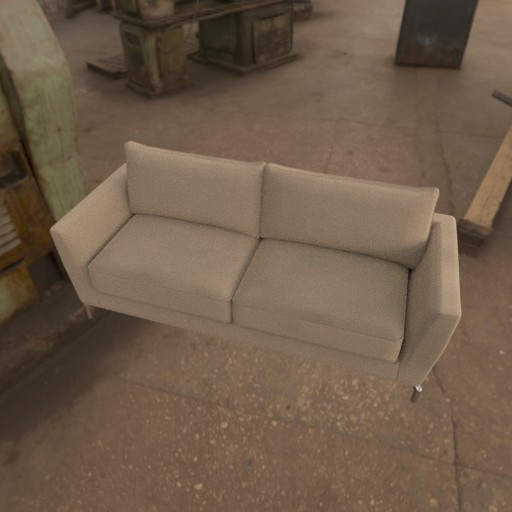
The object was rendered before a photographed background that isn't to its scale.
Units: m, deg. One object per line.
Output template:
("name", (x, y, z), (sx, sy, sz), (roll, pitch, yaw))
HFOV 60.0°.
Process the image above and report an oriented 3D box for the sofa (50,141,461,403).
("sofa", (0.000, 0.000, 2.708), (2.214, 1.005, 0.868), (11, 41, 13))
